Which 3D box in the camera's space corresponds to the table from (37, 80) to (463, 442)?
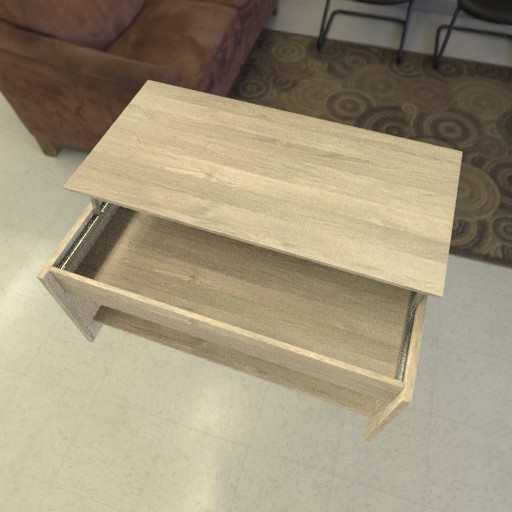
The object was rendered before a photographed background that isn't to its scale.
[{"bbox_3d":[0.000,0.000,1.409,1.000,0.570,0.712,16,58,11],"label":"table"}]
